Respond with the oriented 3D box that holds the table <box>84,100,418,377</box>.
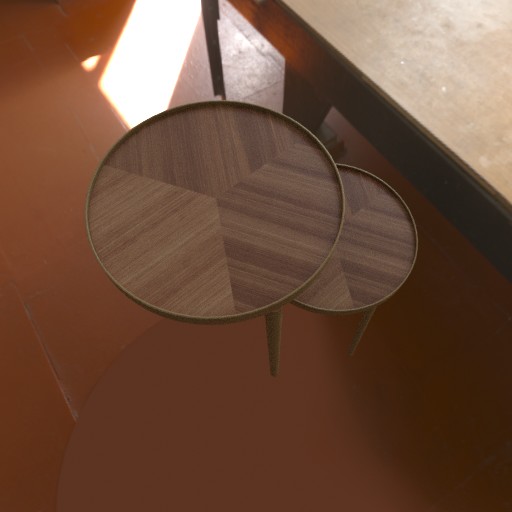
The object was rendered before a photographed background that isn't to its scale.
[{"bbox_3d":[0.000,0.000,1.159,0.751,0.555,0.532,1,63,0],"label":"table"}]
